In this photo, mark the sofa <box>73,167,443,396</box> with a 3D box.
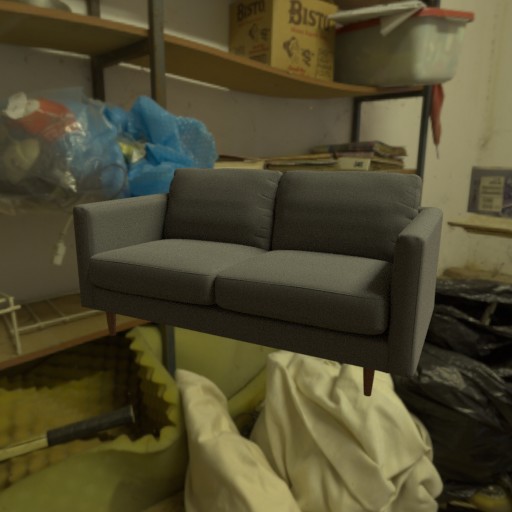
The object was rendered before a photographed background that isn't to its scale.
[{"bbox_3d":[0.000,0.000,2.309,1.713,0.866,0.940,6,15,25],"label":"sofa"}]
